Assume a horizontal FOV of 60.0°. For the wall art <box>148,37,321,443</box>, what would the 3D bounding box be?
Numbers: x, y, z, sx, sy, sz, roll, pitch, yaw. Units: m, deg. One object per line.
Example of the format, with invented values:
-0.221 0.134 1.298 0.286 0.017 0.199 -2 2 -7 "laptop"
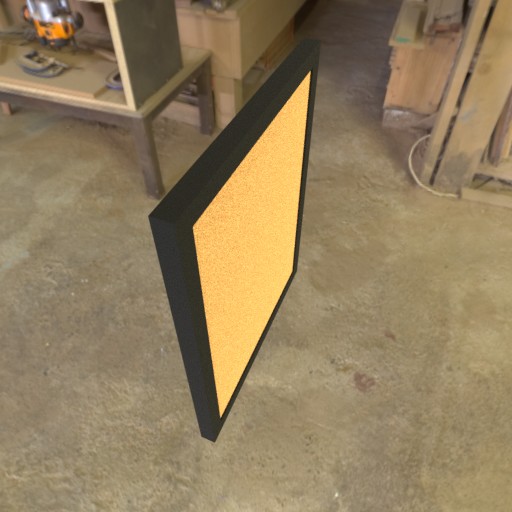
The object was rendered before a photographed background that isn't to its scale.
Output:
0.000 0.000 0.765 0.029 0.559 0.457 17 50 15 "wall art"
